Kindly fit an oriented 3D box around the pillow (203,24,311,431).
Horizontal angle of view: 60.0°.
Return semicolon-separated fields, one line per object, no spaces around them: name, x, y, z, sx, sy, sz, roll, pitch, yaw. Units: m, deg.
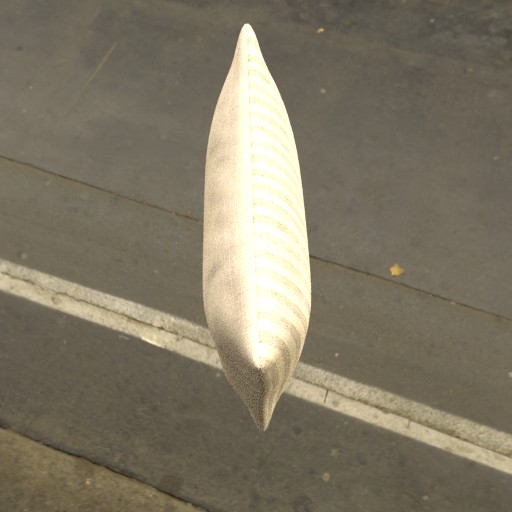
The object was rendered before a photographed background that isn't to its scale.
pillow;0.000;0.000;0.770;0.166;0.510;0.523;-2;63;-1
